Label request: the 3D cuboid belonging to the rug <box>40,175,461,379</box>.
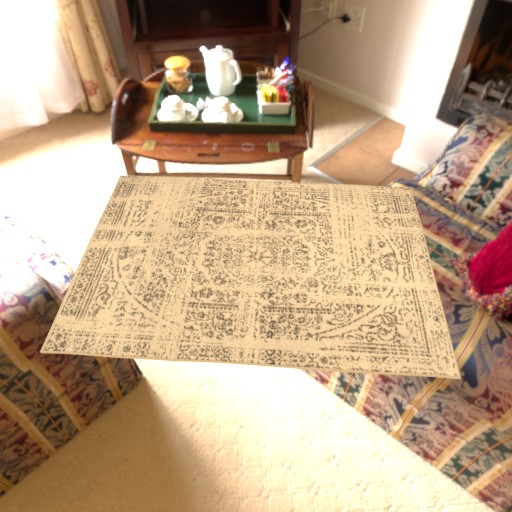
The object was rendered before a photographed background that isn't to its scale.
[{"bbox_3d":[0.000,0.000,3.112,2.438,0.026,1.706,3,48,3],"label":"rug"}]
